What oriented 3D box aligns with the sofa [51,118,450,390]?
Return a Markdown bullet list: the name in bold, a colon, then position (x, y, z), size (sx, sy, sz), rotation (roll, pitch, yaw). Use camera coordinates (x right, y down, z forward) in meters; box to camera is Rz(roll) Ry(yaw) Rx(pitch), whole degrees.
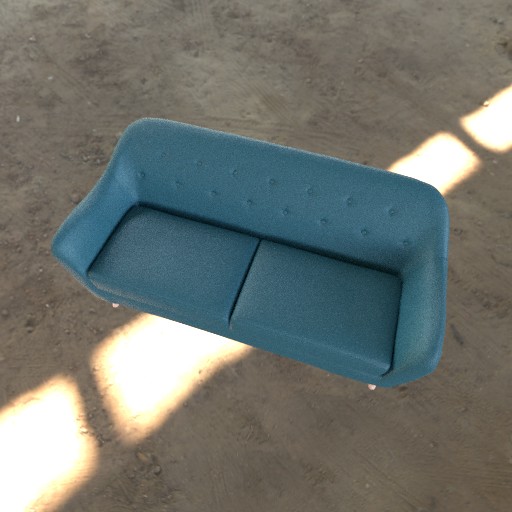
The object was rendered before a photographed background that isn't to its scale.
- **sofa**: position (0.000, 0.000, 2.294), size (1.840, 0.836, 0.820), rotation (16, 58, 10)
